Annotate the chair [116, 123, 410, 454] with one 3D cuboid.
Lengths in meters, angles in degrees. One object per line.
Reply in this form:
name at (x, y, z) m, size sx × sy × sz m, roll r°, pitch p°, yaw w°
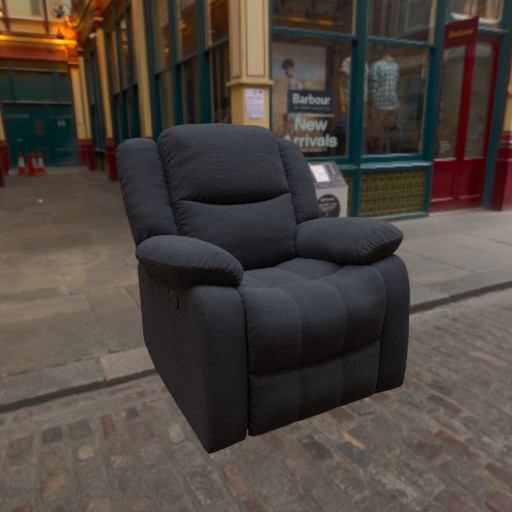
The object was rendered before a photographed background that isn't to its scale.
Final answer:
chair at (0.000, 0.000, 1.741) m, size 0.899 × 1.008 × 0.944 m, roll -8°, pitch 17°, yaw -27°
